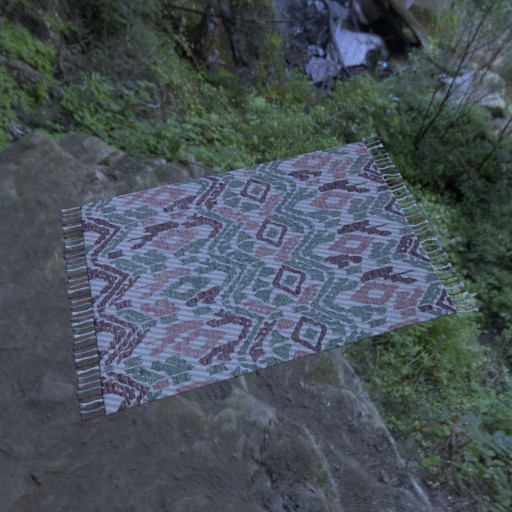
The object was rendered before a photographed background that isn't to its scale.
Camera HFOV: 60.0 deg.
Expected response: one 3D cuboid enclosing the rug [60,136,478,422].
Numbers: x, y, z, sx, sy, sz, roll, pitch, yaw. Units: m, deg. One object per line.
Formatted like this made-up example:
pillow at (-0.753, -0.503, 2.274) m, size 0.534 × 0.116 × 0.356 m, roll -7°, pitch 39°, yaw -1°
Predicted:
rug at (0.000, 0.000, 2.927) m, size 2.438 × 0.011 × 1.524 m, roll -14°, pitch 62°, yaw -8°
